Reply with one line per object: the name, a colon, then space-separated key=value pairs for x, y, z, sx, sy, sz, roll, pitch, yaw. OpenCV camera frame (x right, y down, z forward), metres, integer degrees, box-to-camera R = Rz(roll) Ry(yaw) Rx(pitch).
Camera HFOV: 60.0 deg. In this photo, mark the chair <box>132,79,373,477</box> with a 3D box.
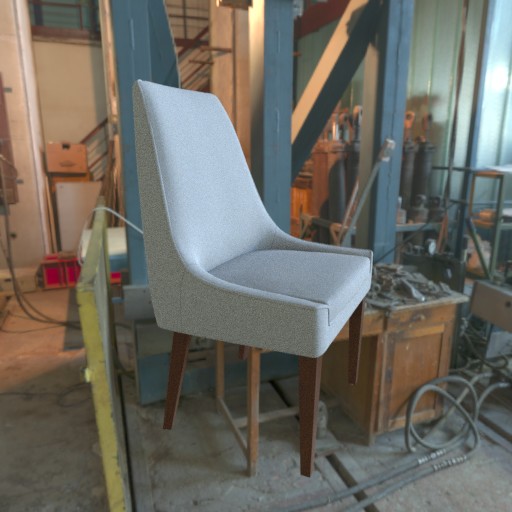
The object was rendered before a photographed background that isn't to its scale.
chair: x=0.000 y=0.000 z=1.169 sx=0.544 sy=0.861 sz=0.529 roll=7 pitch=15 yaw=25
